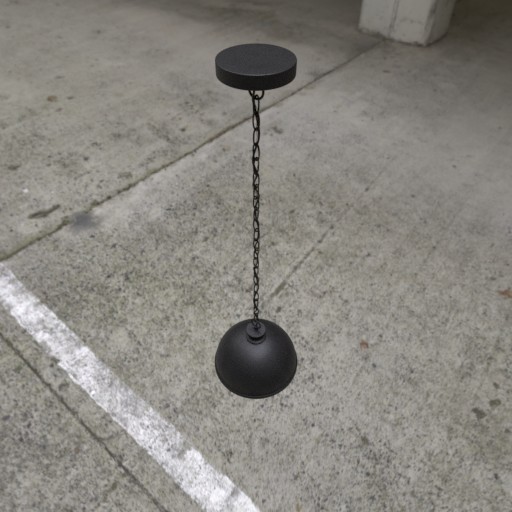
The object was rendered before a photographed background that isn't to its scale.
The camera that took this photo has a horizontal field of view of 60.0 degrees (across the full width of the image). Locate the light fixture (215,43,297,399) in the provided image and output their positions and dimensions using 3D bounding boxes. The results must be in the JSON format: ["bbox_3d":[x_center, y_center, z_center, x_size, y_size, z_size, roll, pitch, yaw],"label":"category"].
[{"bbox_3d":[0.000,0.000,1.249,0.304,1.090,0.304,30,52,27],"label":"light fixture"}]
